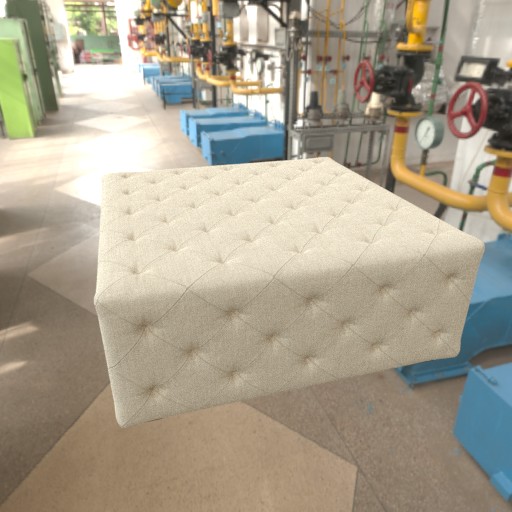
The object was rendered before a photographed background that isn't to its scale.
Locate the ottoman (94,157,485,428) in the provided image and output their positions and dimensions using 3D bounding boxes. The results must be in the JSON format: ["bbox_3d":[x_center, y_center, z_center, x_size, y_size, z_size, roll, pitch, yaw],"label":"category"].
[{"bbox_3d":[0.000,0.000,1.602,1.028,0.439,1.028,-7,27,-15],"label":"ottoman"}]
